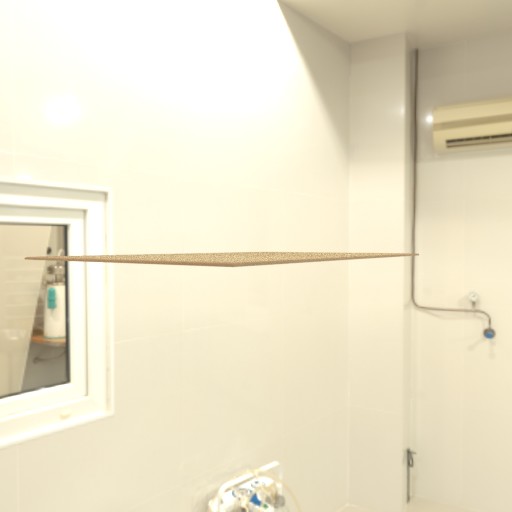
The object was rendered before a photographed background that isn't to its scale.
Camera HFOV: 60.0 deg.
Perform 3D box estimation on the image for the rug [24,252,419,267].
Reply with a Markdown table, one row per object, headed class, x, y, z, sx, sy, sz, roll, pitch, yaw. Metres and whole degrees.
| class | x | y | z | sx | sy | sz | roll | pitch | yaw |
| --- | --- | --- | --- | --- | --- | --- | --- | --- | --- |
| rug | 0.000 | 0.000 | 2.112 | 1.061 | 0.012 | 1.668 | 1 | 2 | 36 |
